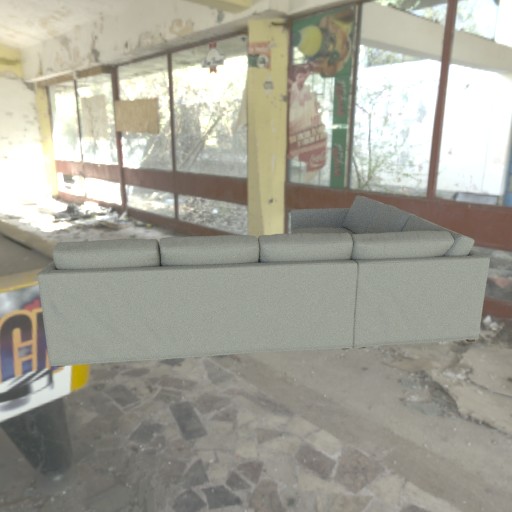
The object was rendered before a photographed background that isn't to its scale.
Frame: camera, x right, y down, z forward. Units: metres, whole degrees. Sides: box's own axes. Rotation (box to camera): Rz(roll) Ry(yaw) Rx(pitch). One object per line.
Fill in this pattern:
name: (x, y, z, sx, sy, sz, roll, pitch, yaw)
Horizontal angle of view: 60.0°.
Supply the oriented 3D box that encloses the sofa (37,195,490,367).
sofa: (0.000, 0.000, 4.268, 3.182, 0.871, 2.432, -2, 15, -7)
